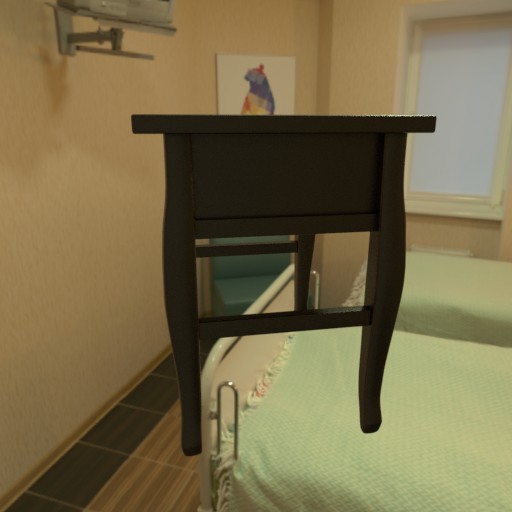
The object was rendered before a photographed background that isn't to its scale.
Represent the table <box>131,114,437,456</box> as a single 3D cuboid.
[{"bbox_3d":[0.000,0.000,1.014,0.460,0.604,0.602,-3,17,-10],"label":"table"}]
